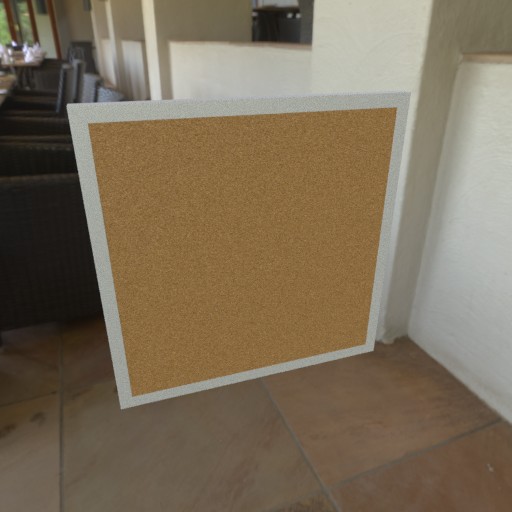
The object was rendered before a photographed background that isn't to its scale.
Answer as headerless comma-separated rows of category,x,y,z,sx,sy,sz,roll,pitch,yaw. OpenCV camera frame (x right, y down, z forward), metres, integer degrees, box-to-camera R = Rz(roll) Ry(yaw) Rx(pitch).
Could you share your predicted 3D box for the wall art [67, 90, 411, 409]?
wall art,0.000,0.000,1.124,0.762,0.762,0.038,-8,27,-17
